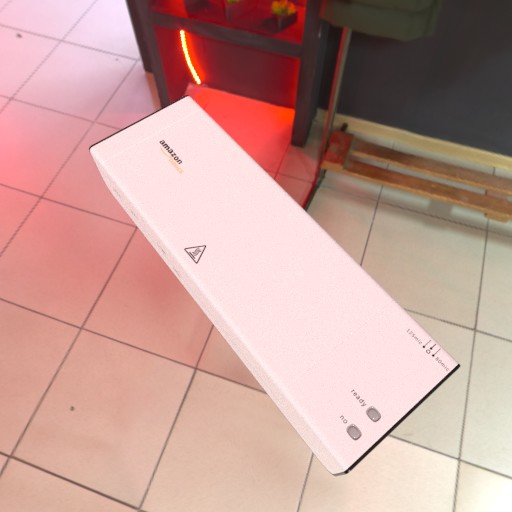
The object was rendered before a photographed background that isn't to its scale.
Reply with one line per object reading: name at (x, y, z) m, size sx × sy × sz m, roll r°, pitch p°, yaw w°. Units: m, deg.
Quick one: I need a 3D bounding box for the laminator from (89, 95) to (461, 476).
laminator at (0.000, 0.000, 0.385) m, size 0.123 × 0.062 × 0.340 m, roll -35°, pitch 67°, yaw -17°
